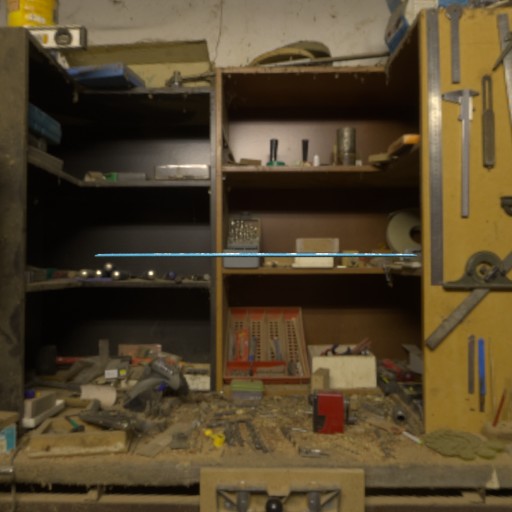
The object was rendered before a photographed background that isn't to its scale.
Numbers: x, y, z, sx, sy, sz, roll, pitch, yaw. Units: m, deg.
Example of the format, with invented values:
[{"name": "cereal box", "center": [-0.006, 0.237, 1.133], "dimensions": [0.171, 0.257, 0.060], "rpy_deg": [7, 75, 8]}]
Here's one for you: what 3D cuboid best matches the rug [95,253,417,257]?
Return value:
[{"name": "rug", "center": [0.000, 0.000, 2.331], "dimensions": [1.593, 0.012, 1.593], "rpy_deg": [0, 0, 0]}]
